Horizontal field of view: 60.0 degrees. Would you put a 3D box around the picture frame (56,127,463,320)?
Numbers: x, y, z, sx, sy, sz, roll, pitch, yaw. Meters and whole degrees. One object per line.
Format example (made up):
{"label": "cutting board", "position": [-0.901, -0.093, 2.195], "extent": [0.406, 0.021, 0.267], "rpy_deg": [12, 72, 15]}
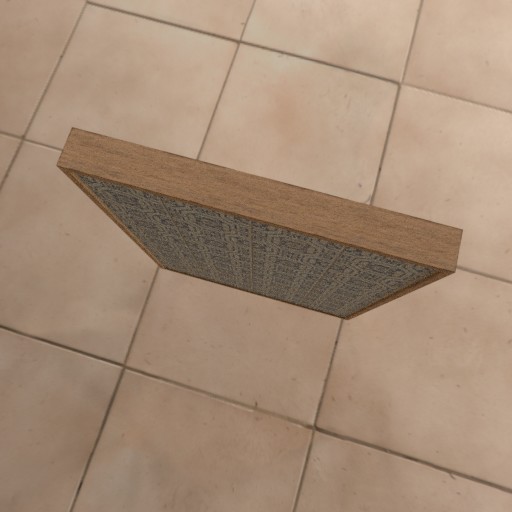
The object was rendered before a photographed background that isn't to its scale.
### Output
{"label": "picture frame", "position": [0.000, 0.000, 0.711], "extent": [0.421, 0.526, 0.046], "rpy_deg": [15, 77, 4]}
